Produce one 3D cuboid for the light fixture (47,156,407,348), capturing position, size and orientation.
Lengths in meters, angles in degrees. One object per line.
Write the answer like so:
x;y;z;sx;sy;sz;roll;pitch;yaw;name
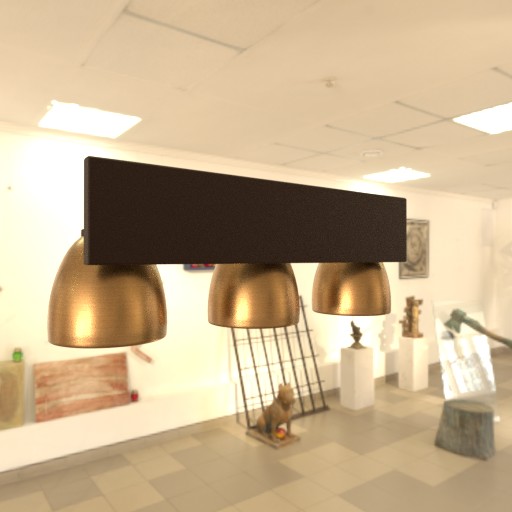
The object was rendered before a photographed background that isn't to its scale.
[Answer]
0.000;0.000;0.676;0.582;0.204;0.157;0;0;-37;light fixture
